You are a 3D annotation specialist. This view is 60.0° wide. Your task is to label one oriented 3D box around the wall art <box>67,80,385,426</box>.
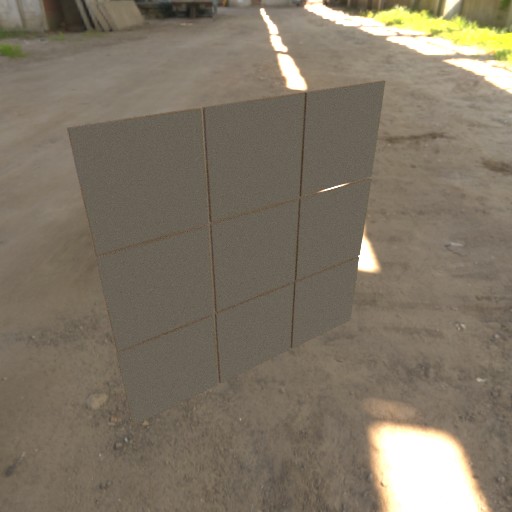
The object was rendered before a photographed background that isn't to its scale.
[{"bbox_3d":[0.000,0.000,1.348,0.919,0.917,0.010,-19,36,-28],"label":"wall art"}]
